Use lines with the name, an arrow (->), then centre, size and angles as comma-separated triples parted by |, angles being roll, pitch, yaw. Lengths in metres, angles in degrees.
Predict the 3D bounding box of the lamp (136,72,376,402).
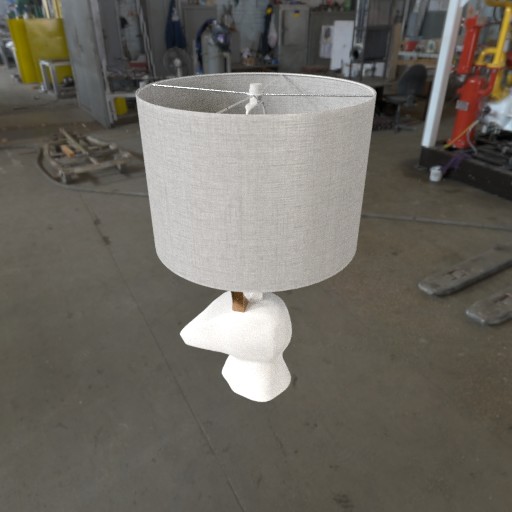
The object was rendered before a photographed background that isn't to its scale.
lamp -> 0.000, 0.000, 0.687 | 0.298, 0.503, 0.298 | 8, 31, 14
